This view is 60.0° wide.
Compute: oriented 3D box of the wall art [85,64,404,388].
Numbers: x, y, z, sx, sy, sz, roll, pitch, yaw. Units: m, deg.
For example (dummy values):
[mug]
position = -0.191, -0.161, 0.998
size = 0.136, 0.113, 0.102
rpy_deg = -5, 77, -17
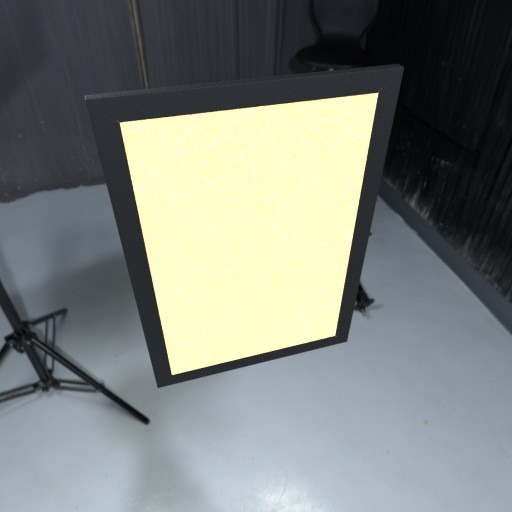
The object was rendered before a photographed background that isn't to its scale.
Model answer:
[wall art]
position = 0.000, 0.000, 0.589
size = 0.326, 0.459, 0.011
rpy_deg = -11, 41, -12
